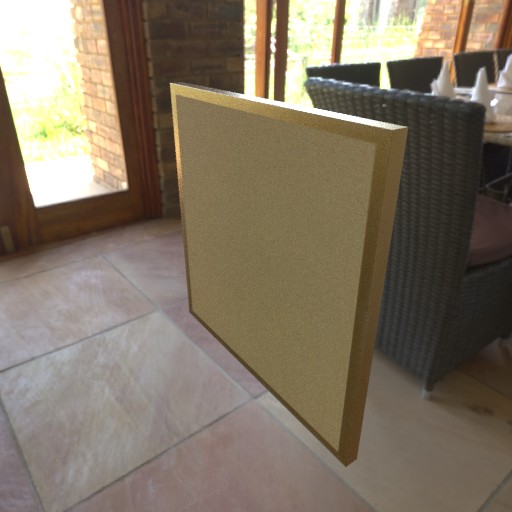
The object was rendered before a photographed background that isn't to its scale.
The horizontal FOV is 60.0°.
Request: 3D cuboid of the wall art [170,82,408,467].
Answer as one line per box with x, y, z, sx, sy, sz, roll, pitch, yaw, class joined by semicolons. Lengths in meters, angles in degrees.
0.000;0.000;1.127;0.037;0.760;0.762;-18;33;-31;wall art
